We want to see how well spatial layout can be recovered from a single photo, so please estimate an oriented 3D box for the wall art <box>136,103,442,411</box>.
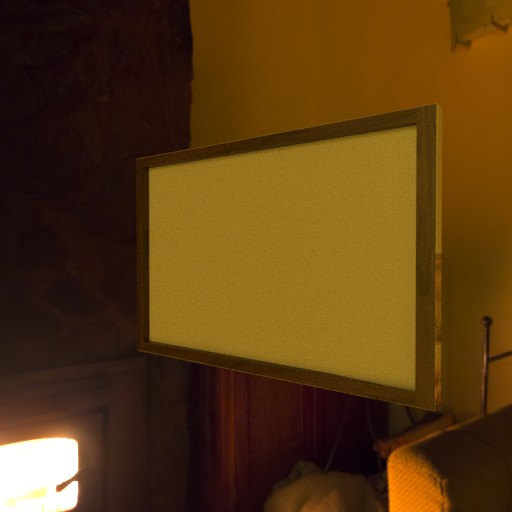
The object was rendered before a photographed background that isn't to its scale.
[{"bbox_3d":[0.000,0.000,1.449,1.138,0.761,0.051,1,1,36],"label":"wall art"}]
